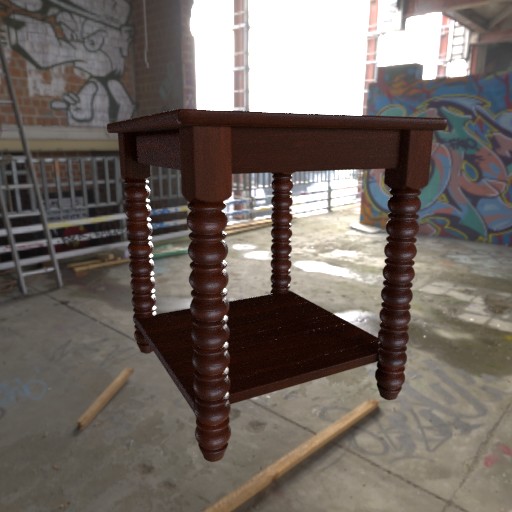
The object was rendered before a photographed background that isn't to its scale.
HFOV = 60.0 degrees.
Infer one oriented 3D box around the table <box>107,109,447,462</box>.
[{"bbox_3d":[0.000,0.000,0.974,0.500,0.567,0.533,-7,16,-27],"label":"table"}]
